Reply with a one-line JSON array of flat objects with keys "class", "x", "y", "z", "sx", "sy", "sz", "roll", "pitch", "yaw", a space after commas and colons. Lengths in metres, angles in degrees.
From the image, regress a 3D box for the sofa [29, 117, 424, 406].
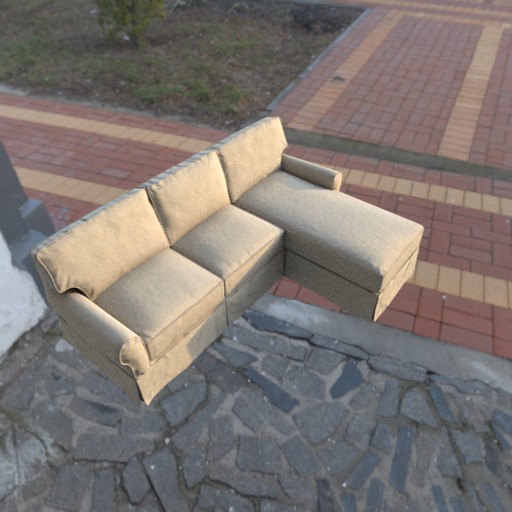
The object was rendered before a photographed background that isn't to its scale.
[{"class": "sofa", "x": 0.000, "y": 0.000, "z": 3.275, "sx": 1.733, "sy": 0.978, "sz": 2.475, "roll": 28, "pitch": 49, "yaw": 28}]
